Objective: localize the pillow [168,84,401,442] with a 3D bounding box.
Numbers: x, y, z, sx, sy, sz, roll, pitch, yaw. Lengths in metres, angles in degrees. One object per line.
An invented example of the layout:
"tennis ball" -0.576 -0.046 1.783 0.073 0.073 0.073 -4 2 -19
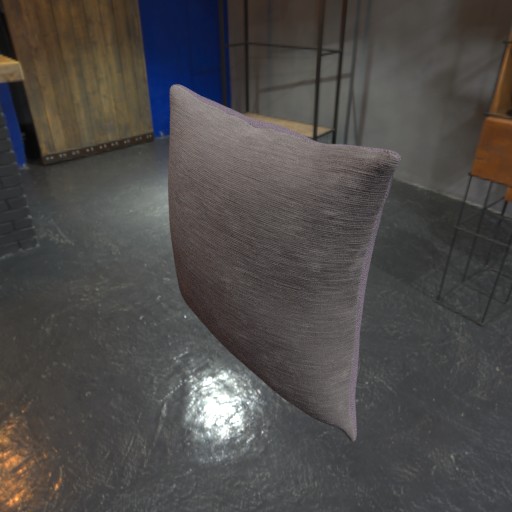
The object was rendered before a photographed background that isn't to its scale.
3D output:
"pillow" 0.000 0.000 0.685 0.204 0.439 0.452 -22 38 -32
